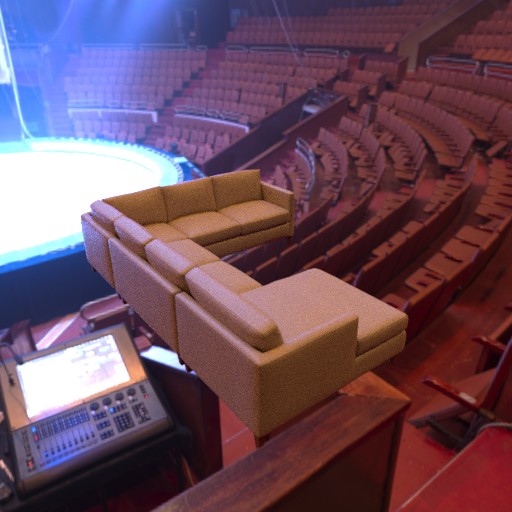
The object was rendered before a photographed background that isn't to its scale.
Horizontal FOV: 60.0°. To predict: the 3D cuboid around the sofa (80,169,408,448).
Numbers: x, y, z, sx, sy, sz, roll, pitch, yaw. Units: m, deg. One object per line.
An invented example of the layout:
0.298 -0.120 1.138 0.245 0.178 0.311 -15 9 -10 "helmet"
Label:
0.000 0.000 4.718 2.594 0.961 3.460 -18 31 -33 "sofa"
